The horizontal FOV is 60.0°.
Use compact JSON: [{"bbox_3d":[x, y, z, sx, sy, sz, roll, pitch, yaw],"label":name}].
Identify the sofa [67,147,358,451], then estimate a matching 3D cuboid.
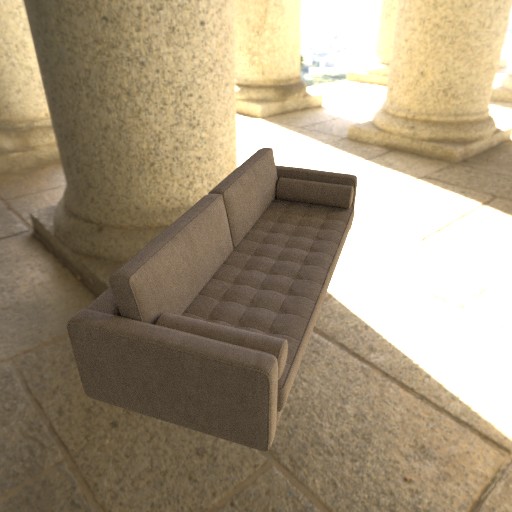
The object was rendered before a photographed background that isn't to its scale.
[{"bbox_3d":[0.000,0.000,2.675,0.919,0.770,2.200,10,32,17],"label":"sofa"}]
